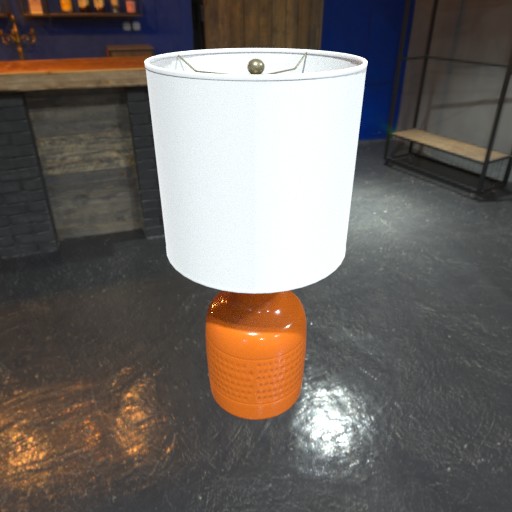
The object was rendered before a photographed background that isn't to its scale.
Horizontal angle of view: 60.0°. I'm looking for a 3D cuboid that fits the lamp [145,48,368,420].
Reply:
[{"bbox_3d":[0.000,0.000,1.066,0.418,0.871,0.418,-9,31,-15],"label":"lamp"}]
